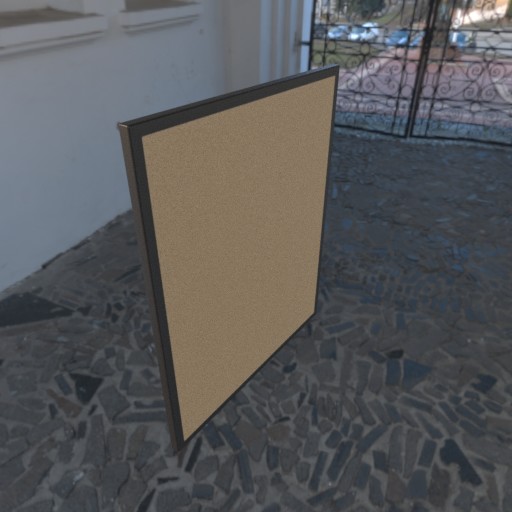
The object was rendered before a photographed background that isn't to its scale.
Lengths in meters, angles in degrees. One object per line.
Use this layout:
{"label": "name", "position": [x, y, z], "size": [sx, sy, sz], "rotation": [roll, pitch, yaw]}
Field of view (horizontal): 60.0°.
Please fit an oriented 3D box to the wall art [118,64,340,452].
{"label": "wall art", "position": [0.000, 0.000, 0.800], "size": [0.018, 0.582, 0.481], "rotation": [22, 39, 31]}
